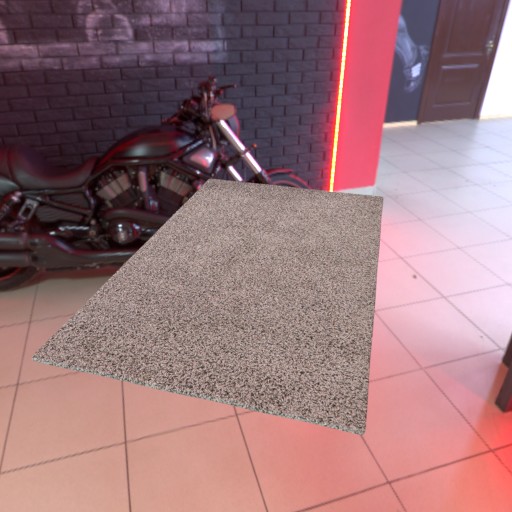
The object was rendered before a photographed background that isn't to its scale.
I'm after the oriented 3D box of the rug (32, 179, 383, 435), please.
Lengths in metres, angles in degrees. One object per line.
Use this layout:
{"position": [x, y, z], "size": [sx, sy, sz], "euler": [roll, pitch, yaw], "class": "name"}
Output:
{"position": [0.000, 0.000, 3.326], "size": [1.778, 0.030, 2.743], "euler": [8, 32, 13], "class": "rug"}
